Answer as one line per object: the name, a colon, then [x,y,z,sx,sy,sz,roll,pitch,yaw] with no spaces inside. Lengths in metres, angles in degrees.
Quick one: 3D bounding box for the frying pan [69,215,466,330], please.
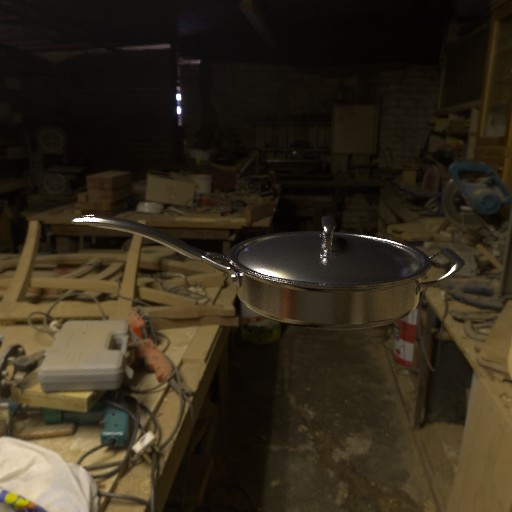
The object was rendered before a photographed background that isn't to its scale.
frying pan: [0.000,0.000,0.646,0.561,0.114,0.280,2,16,7]
